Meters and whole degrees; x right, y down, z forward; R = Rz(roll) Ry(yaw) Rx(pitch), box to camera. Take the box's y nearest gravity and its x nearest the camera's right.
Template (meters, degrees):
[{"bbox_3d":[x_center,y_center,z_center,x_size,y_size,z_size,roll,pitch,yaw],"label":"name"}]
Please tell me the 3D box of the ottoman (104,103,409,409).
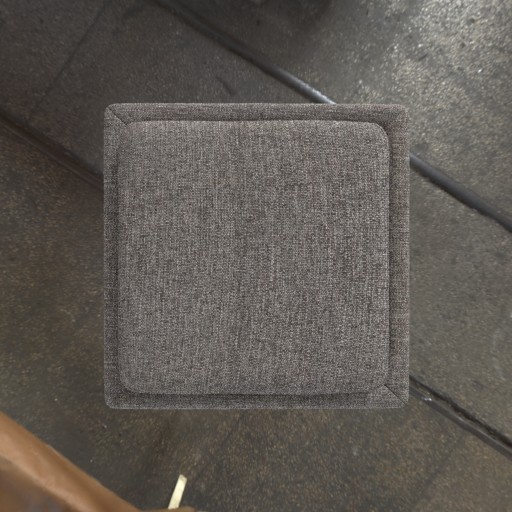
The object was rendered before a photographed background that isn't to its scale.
[{"bbox_3d":[0.000,0.000,0.817,0.450,0.460,0.450,0,90,-1],"label":"ottoman"}]
